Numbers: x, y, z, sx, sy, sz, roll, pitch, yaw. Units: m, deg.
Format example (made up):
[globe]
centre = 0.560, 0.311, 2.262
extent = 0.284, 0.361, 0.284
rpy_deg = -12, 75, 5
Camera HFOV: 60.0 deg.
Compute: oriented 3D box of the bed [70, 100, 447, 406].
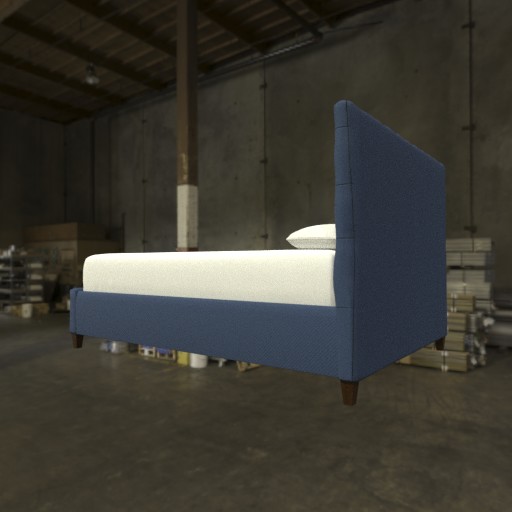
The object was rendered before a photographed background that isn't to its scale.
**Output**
[bed]
centre = 0.000, 0.000, 3.413
extent = 2.387, 1.427, 1.706
rpy_deg = -1, -1, 37
